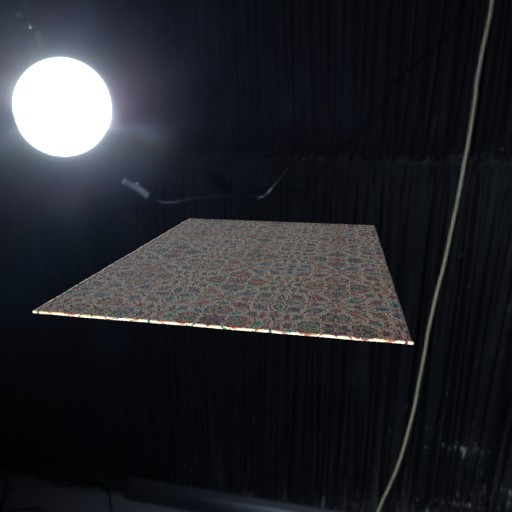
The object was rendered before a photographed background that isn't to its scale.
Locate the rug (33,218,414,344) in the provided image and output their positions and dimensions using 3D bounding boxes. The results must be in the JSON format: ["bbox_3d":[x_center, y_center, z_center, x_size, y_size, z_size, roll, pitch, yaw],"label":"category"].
[{"bbox_3d":[0.000,0.000,4.261,2.446,0.020,3.215,3,16,10],"label":"rug"}]
